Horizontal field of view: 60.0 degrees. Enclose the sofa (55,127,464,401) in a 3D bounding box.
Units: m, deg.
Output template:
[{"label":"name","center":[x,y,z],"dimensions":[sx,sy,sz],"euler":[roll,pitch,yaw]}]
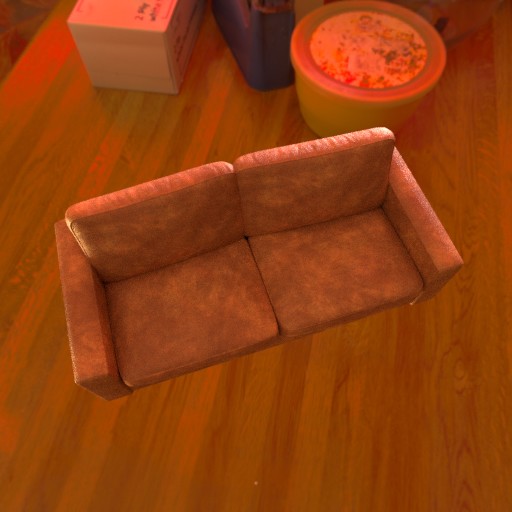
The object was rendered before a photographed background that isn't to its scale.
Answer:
[{"label":"sofa","center":[0.000,0.000,2.644],"dimensions":[2.179,0.873,1.016],"euler":[-16,64,-8]}]
